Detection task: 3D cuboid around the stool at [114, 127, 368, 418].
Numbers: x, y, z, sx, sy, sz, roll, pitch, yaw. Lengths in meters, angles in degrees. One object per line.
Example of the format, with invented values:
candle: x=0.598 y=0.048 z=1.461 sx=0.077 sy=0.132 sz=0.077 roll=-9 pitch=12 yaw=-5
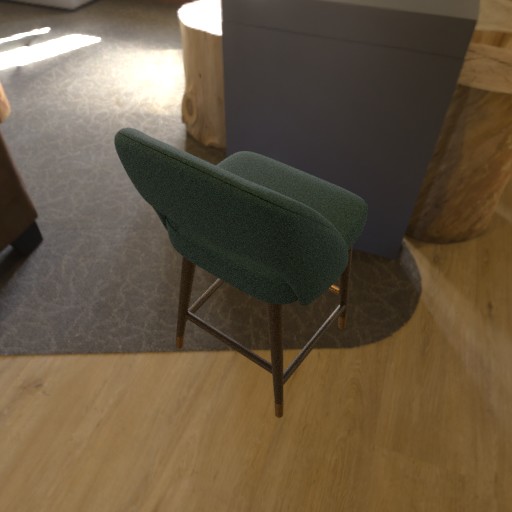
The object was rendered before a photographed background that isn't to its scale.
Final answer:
stool: x=0.000 y=0.000 z=1.280 sx=0.536 sy=0.939 sz=0.522 roll=28 pitch=53 yaw=24
